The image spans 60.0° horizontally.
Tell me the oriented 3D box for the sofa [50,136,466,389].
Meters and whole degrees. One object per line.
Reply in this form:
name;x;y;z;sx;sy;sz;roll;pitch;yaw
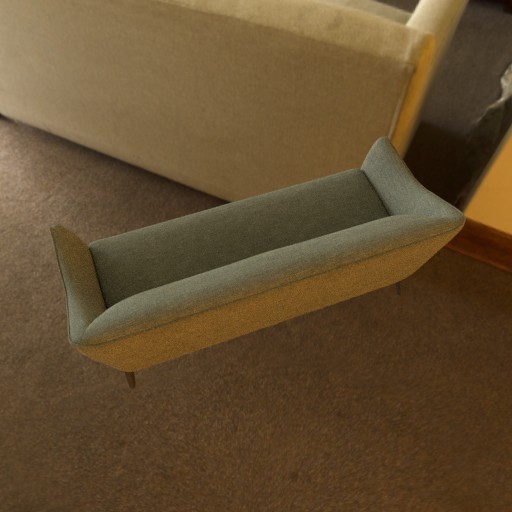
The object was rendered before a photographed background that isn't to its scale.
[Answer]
sofa;0.000;0.000;2.365;1.928;0.829;0.867;-17;58;-11
